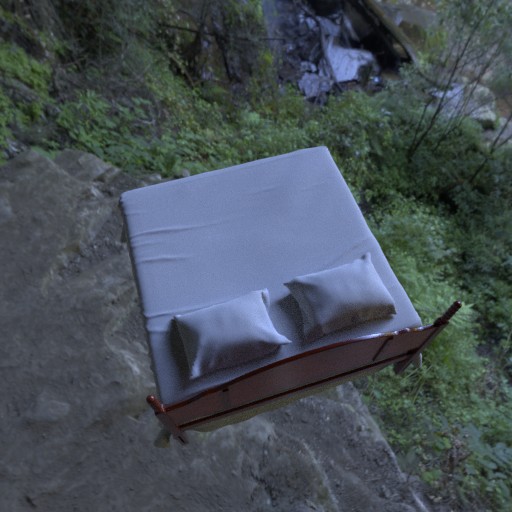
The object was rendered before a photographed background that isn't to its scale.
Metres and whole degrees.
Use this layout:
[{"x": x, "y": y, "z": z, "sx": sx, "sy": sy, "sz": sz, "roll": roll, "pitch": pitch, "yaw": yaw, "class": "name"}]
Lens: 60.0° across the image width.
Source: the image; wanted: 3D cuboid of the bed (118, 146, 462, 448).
[{"x": 0.000, "y": 0.000, "z": 3.607, "sx": 2.322, "sy": 1.355, "sz": 2.219, "roll": -15, "pitch": 60, "yaw": -9, "class": "bed"}]
